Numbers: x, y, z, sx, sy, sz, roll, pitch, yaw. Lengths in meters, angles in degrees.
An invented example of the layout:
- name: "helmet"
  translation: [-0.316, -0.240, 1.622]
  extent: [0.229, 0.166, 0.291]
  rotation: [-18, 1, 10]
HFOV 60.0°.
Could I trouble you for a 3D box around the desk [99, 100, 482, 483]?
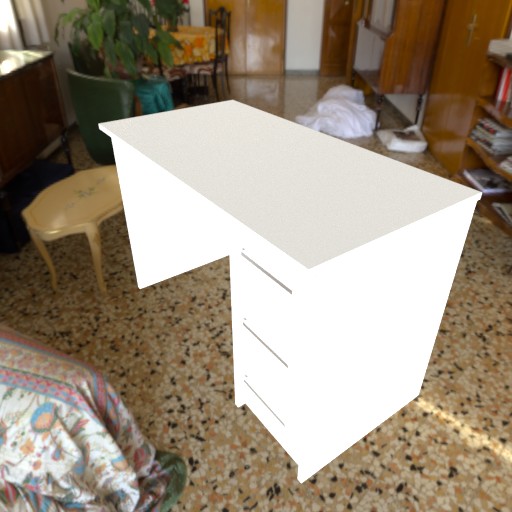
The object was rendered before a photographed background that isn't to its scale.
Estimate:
- name: "desk"
  translation: [0.000, 0.000, 1.510]
  extent: [0.560, 0.735, 1.097]
  rotation: [-22, 39, -29]
